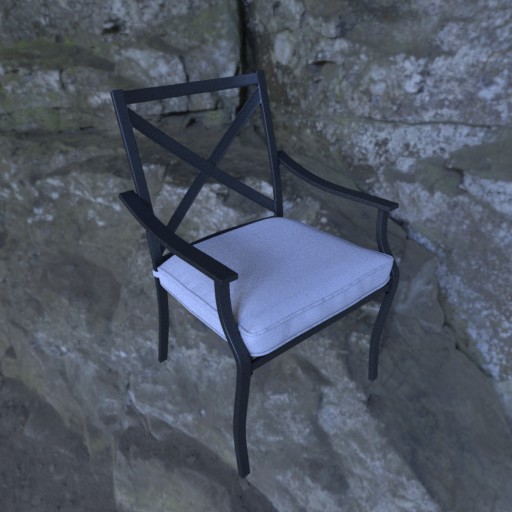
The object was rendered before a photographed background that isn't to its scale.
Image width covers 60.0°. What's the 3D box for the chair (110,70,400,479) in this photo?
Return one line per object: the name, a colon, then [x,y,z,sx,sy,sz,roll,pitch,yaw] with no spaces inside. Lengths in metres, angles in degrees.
chair: [0.000,0.000,1.275,0.575,0.889,0.620,-23,38,-32]
